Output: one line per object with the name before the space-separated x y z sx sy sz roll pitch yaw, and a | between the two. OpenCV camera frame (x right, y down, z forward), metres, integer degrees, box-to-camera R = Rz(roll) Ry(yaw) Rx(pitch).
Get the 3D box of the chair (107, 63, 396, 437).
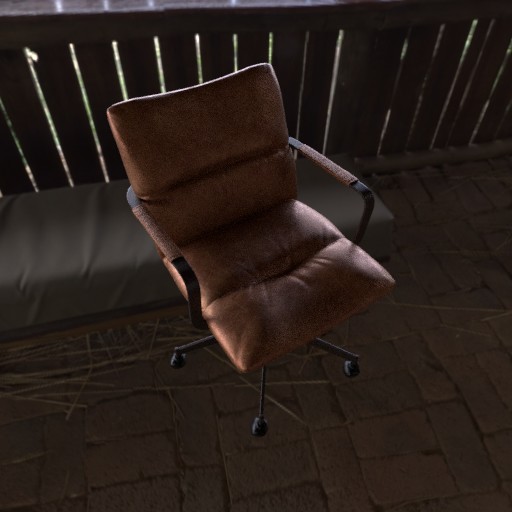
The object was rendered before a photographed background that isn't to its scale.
chair | 0.000 0.000 1.480 0.727 0.922 0.754 -25 51 -22
